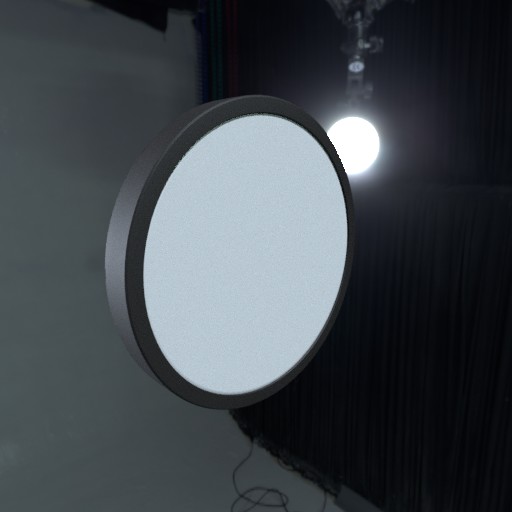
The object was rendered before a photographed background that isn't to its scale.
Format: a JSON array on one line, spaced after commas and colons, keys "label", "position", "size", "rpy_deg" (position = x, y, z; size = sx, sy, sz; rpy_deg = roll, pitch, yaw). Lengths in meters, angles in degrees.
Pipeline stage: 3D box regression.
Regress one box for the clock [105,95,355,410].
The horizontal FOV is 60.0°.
[{"label": "clock", "position": [0.000, 0.000, 0.431], "size": [0.293, 0.293, 0.040], "rpy_deg": [-12, 17, -43]}]
